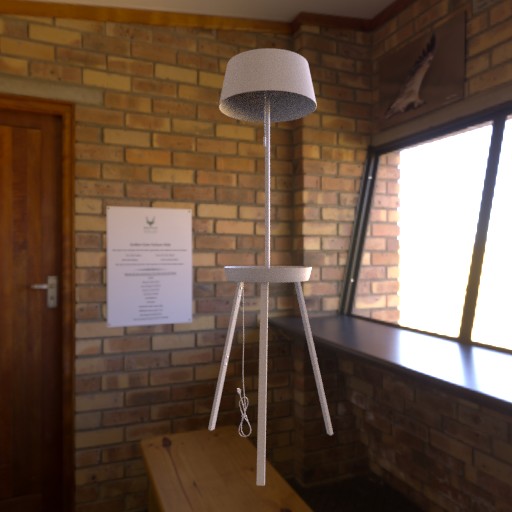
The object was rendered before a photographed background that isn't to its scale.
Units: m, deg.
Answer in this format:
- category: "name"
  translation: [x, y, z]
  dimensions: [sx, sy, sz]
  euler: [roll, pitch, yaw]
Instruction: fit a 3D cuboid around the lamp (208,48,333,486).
- category: "lamp"
  translation: [0.000, 0.000, 1.686]
  dimensions: [0.468, 1.429, 0.508]
  euler: [0, 0, 35]
